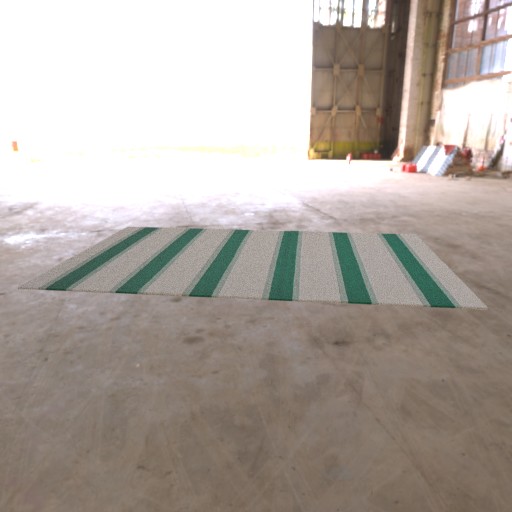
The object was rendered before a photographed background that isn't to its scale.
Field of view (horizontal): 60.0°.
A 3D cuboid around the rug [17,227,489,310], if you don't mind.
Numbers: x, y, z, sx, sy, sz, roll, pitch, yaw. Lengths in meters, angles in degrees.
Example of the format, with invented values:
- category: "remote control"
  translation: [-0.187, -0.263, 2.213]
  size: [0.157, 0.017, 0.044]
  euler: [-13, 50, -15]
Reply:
- category: "rug"
  translation: [0.000, 0.000, 2.988]
  size: [2.436, 0.015, 1.521]
  euler: [2, 16, 6]
